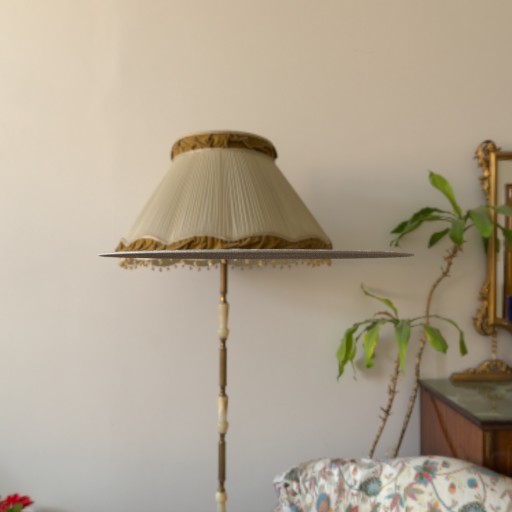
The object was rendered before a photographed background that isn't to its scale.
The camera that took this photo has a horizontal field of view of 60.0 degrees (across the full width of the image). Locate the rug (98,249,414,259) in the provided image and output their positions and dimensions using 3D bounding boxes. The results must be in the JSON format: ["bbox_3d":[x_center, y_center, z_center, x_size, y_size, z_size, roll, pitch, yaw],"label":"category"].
[{"bbox_3d":[0.000,0.000,2.370,1.593,0.012,1.593,0,-1,0],"label":"rug"}]
